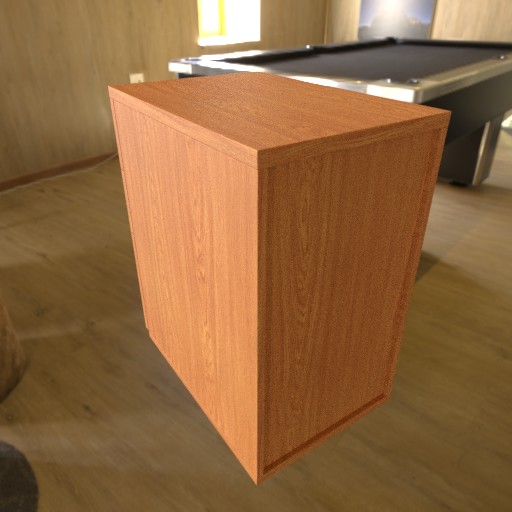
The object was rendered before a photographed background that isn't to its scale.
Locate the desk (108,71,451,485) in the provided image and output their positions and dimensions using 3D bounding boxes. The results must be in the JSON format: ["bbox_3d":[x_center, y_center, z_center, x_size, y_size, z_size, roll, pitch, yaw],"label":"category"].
[{"bbox_3d":[0.000,0.000,1.060,0.404,0.730,0.600,-19,35,-29],"label":"desk"}]
